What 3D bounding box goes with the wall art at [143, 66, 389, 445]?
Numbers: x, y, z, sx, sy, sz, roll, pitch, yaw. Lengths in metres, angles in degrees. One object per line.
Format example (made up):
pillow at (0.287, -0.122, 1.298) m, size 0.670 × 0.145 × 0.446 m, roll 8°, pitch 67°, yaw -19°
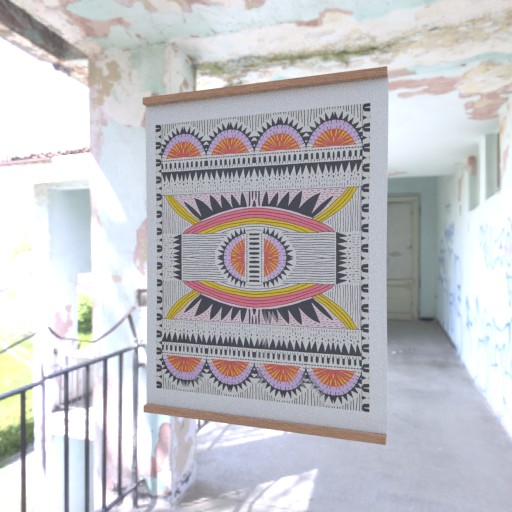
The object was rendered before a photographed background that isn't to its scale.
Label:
wall art at (0.000, 0.000, 0.799) m, size 0.456 × 0.609 × 0.028 m, roll 0°, pitch 1°, yaw 19°
